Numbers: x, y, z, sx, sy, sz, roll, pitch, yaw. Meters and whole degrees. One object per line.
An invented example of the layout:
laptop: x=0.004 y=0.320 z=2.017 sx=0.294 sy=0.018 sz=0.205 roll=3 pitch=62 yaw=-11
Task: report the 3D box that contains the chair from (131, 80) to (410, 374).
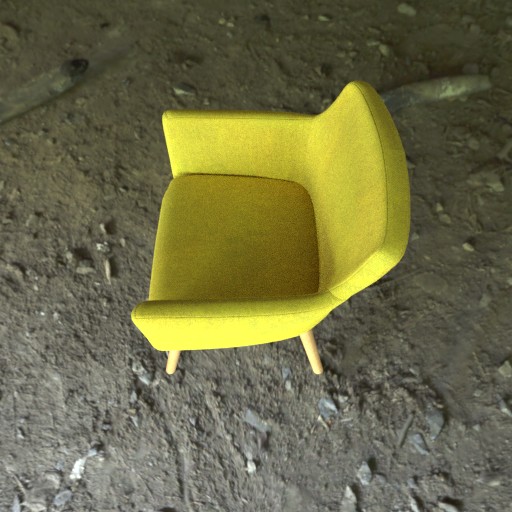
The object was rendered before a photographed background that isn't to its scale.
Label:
chair: x=0.000 y=0.000 z=1.169 sx=0.570 sy=0.780 sz=0.570 roll=0 pitch=59 yaw=0
